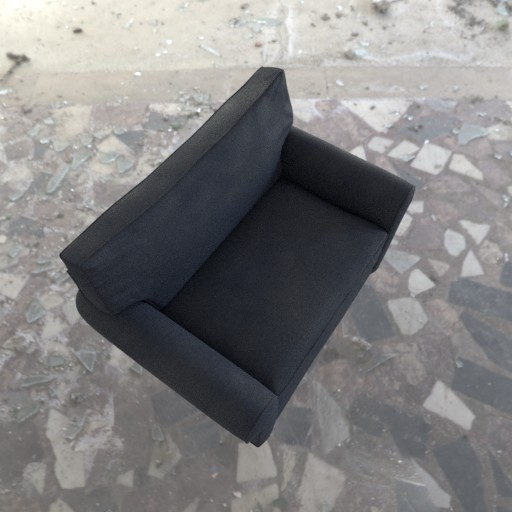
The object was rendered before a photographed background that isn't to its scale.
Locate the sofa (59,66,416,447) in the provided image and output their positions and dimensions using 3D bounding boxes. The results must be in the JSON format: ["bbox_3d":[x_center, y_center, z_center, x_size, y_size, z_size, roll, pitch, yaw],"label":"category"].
[{"bbox_3d":[0.000,0.000,2.065,0.938,1.004,1.405,31,64,17],"label":"sofa"}]
